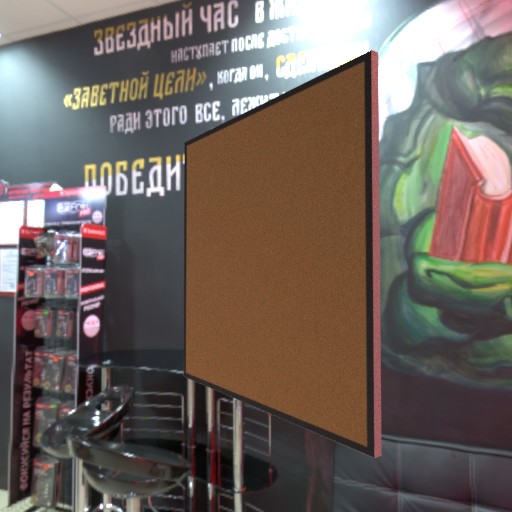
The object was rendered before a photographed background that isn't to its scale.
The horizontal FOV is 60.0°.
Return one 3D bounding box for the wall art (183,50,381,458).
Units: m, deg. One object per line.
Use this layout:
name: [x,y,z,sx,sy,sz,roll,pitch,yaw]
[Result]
wall art: [0.000,0.000,1.201,0.022,0.803,0.805,1,-2,-36]
